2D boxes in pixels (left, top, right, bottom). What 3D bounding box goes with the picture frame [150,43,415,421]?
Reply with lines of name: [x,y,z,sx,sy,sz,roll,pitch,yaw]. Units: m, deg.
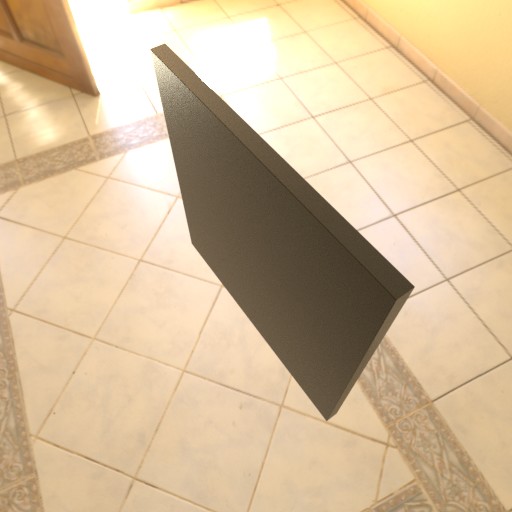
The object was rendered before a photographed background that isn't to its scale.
picture frame: [0.000,0.000,0.834,0.029,0.557,0.559,-31,62,-18]
